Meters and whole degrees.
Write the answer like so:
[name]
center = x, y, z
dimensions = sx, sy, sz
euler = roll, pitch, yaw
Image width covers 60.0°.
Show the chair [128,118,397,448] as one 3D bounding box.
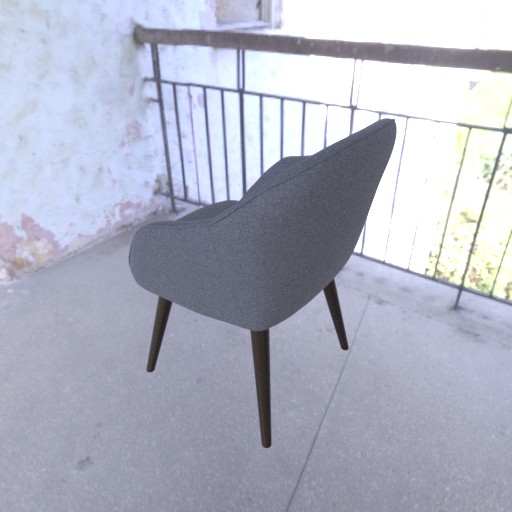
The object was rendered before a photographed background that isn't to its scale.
[chair]
center = 0.000, 0.000, 1.244
dimensions = 0.611, 0.810, 0.589
euler = 21, 37, 30
